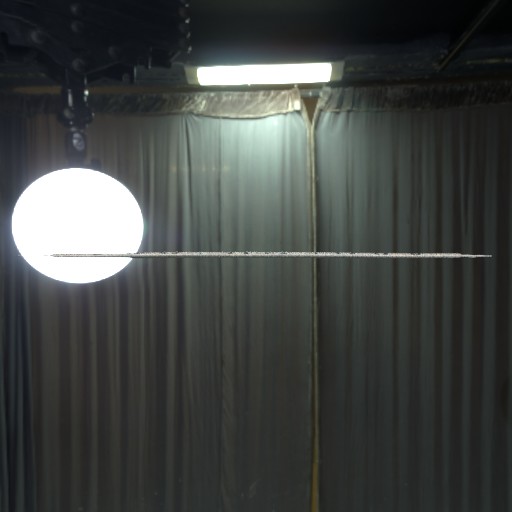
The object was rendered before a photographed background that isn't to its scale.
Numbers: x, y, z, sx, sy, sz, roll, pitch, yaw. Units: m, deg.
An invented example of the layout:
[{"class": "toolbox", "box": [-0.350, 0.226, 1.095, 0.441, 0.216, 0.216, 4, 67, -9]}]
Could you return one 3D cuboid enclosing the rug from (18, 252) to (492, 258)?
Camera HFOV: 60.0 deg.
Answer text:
[{"class": "rug", "box": [0.000, 0.000, 3.204, 2.615, 0.029, 1.664, 0, 0, 0]}]
